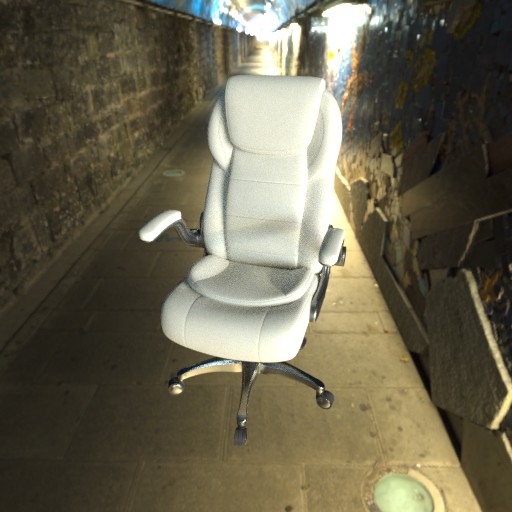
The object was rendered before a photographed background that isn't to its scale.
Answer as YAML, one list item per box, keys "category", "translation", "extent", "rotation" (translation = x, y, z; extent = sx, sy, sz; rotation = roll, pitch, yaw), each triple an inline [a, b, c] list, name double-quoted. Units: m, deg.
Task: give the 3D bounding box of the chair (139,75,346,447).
- category: "chair"
  translation: [0.000, 0.000, 1.822]
  extent: [0.755, 1.330, 0.806]
  rotation: [8, 27, 15]
